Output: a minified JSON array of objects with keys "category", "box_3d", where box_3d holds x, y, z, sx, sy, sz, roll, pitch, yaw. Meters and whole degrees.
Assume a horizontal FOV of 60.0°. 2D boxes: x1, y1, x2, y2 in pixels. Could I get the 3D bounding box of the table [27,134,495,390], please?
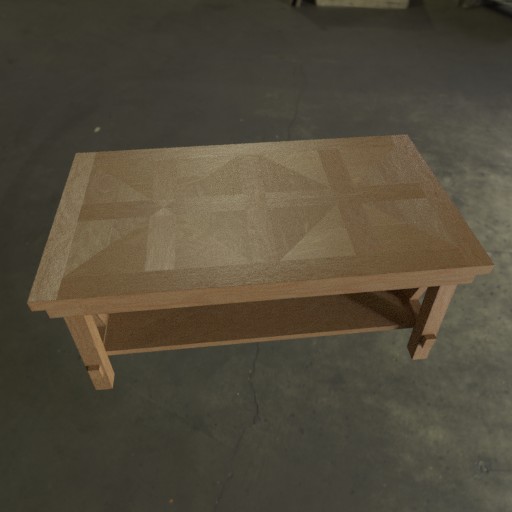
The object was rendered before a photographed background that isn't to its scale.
[{"category":"table","box_3d":[0.000,0.000,1.624,1.270,0.507,0.711,-4,45,-4]}]
